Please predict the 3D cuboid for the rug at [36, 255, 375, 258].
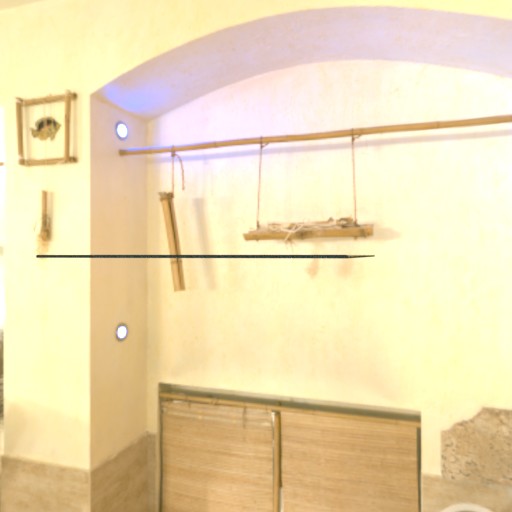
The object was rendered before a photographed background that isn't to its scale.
[{"bbox_3d":[0.000,0.000,3.121,1.530,0.015,2.449,0,0,17],"label":"rug"}]
